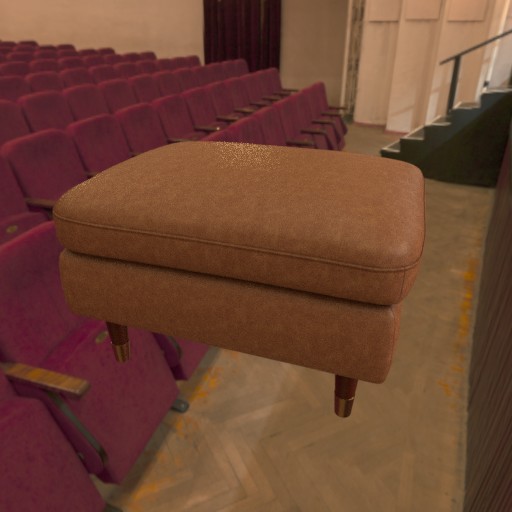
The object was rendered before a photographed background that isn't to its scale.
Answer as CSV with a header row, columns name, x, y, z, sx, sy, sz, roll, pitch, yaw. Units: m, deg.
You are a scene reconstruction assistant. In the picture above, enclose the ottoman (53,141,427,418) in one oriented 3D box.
name,x,y,z,sx,sy,sz,roll,pitch,yaw
ottoman,0.000,0.000,1.095,0.747,0.478,0.593,9,28,17
